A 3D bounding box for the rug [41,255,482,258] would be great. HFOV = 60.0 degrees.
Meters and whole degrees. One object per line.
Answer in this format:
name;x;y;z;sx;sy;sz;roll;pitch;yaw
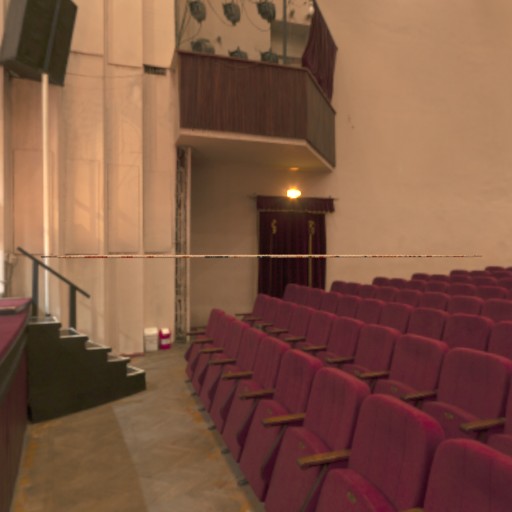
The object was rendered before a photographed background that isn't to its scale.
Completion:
rug;0.000;0.000;3.186;2.584;0.010;1.523;0;0;-17
